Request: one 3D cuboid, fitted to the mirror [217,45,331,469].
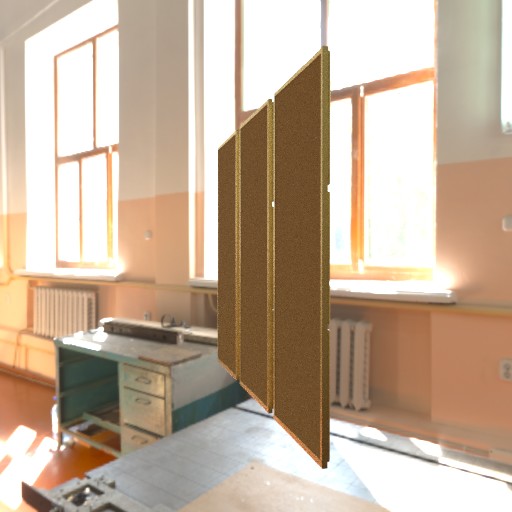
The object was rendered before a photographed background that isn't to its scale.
[{"bbox_3d":[0.000,0.000,1.453,0.023,0.926,1.011,0,1,-18],"label":"mirror"}]
